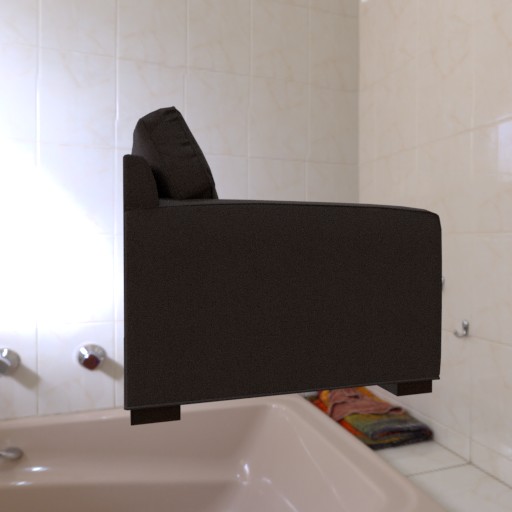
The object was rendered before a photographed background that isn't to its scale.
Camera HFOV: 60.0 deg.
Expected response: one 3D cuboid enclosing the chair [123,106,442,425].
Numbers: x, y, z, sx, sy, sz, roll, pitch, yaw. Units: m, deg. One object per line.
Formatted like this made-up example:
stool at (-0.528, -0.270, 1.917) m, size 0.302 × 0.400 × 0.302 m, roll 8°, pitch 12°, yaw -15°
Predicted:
chair at (0.000, 0.000, 1.815) m, size 1.043 × 0.913 × 0.997 m, roll 0°, pitch 1°, yaw -17°
